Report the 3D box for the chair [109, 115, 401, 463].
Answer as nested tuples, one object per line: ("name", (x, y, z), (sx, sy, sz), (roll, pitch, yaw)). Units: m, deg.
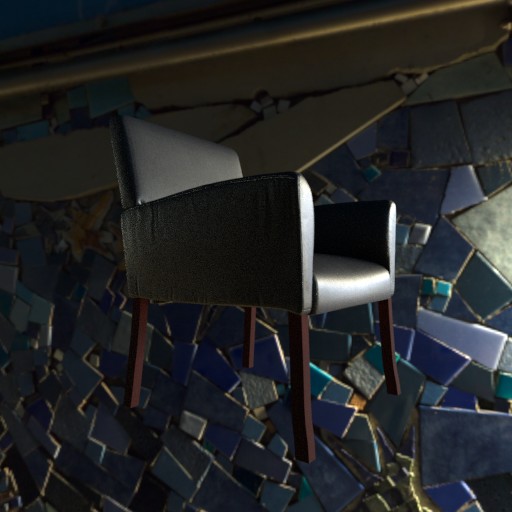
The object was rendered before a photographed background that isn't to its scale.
("chair", (0.000, 0.000, 1.503), (0.772, 0.951, 0.683), (0, 0, 36))
